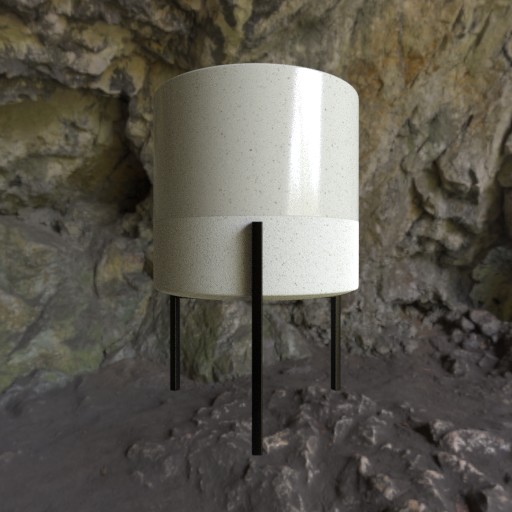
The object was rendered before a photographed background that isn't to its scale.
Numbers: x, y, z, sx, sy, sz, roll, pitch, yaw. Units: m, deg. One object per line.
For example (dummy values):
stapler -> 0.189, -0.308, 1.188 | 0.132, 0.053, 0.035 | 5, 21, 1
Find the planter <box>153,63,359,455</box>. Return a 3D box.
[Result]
planter -> 0.000, 0.000, 0.334 | 0.152, 0.230, 0.159 | 0, 0, 0
